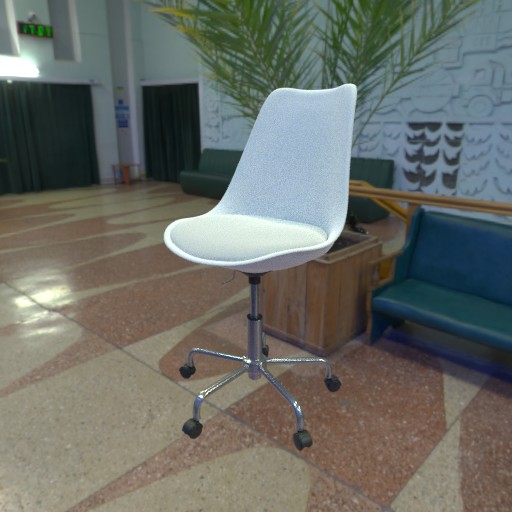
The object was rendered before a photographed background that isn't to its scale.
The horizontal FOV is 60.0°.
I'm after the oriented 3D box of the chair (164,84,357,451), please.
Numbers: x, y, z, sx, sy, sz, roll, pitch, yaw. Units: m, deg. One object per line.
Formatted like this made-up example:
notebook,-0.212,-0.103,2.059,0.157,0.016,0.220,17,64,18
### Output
chair,0.000,0.000,1.263,0.550,0.930,0.550,16,23,42
